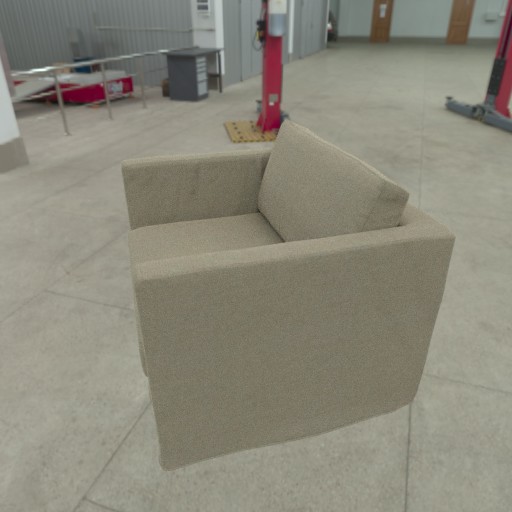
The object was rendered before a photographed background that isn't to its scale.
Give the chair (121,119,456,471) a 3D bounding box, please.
[{"bbox_3d":[0.000,0.000,1.725,0.949,0.863,1.057,-8,30,-14],"label":"chair"}]
